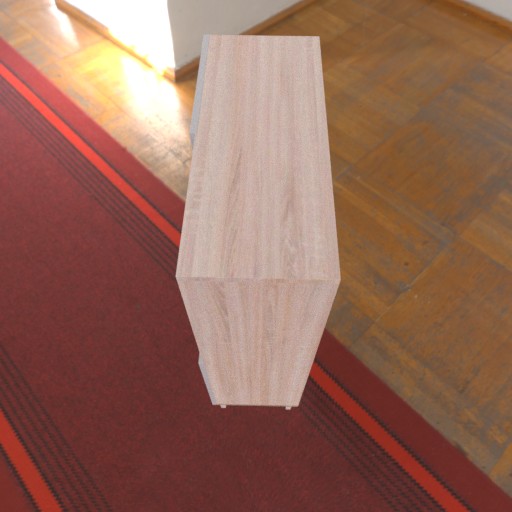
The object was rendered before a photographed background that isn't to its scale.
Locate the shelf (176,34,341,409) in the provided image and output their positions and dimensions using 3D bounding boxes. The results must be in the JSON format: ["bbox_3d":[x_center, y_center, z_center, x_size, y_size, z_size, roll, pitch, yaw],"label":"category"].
[{"bbox_3d":[0.000,0.000,1.925,0.434,1.405,0.995,1,58,1],"label":"shelf"}]
